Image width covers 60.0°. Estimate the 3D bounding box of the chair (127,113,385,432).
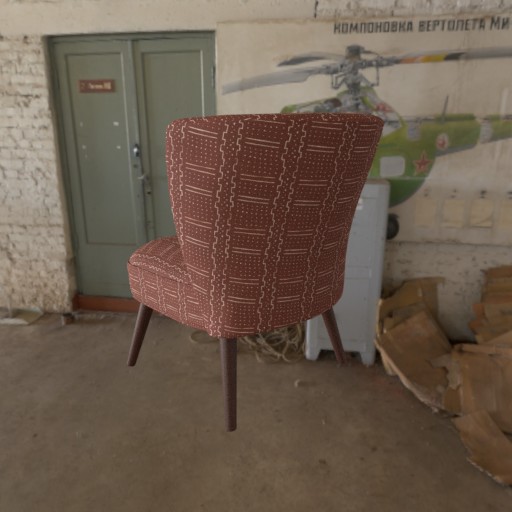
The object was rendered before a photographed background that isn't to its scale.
[{"bbox_3d":[0.000,0.000,1.443,0.706,0.866,0.758,-15,22,-42],"label":"chair"}]
